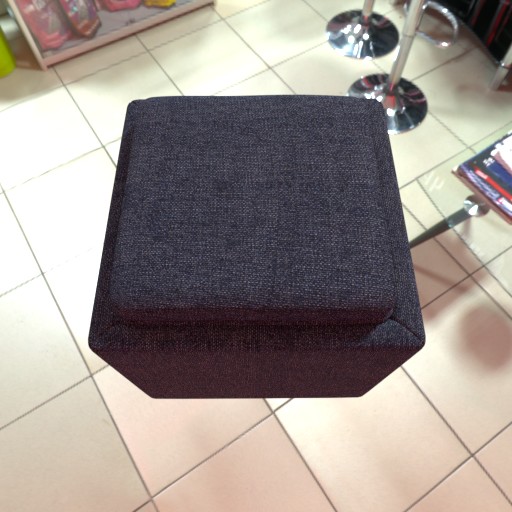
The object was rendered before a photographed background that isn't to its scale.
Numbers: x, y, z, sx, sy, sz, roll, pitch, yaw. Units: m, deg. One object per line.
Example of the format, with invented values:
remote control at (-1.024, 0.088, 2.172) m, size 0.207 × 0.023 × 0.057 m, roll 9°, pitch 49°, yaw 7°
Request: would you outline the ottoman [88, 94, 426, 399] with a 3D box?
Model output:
ottoman at (0.000, 0.000, 0.828) m, size 0.450 × 0.460 × 0.450 m, roll 0°, pitch 63°, yaw 0°
